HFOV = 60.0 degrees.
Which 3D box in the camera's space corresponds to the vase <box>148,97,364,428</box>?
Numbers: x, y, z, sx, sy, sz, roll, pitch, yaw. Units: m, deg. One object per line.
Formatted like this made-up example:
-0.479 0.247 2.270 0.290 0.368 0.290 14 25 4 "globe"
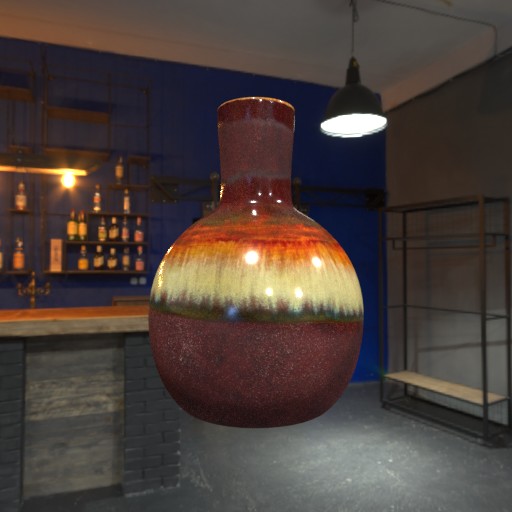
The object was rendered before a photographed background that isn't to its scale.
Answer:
0.000 0.000 0.235 0.111 0.154 0.111 0 0 0 "vase"
